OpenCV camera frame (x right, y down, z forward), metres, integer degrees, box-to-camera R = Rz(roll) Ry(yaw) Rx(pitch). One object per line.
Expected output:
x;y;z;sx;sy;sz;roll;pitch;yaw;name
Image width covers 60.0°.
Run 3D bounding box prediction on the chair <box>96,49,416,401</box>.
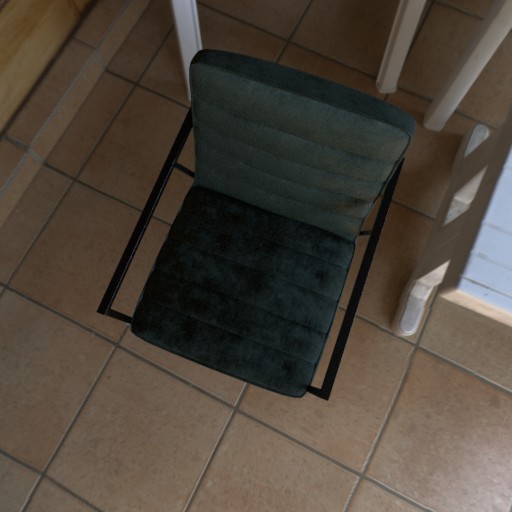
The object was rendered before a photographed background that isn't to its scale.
0.000;0.000;1.277;0.571;0.833;0.677;20;77;5;chair
